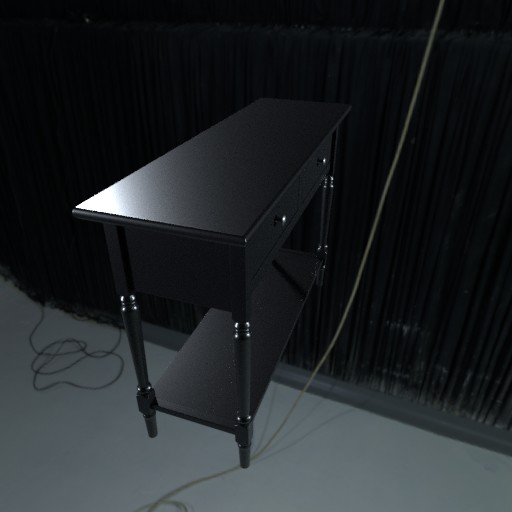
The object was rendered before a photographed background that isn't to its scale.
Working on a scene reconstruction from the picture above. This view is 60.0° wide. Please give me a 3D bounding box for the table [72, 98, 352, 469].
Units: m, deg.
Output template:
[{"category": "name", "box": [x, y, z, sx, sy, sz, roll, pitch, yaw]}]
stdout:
[{"category": "table", "box": [0.000, 0.000, 1.548, 0.386, 0.819, 1.191, 10, 32, 17]}]
